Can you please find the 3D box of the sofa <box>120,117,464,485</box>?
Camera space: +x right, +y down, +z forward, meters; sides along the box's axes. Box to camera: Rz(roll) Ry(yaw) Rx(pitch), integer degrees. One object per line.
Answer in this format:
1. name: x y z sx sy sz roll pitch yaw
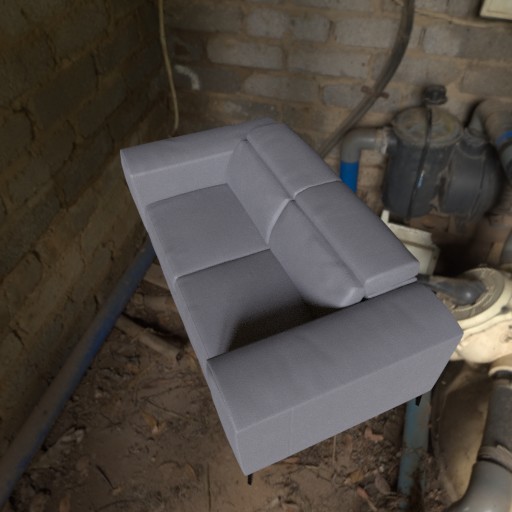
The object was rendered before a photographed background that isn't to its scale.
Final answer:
1. sofa: 0.000 0.000 2.366 1.003 0.779 1.895 -18 48 -16
